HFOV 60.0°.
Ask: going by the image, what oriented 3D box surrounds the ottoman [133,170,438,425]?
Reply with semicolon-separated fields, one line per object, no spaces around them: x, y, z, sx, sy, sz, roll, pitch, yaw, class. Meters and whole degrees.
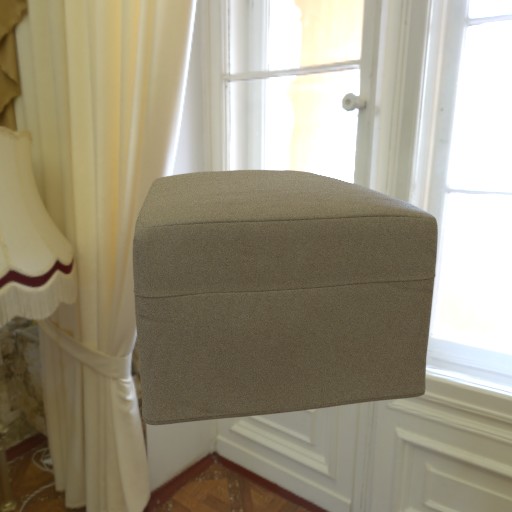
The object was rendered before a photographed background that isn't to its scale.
0.000;0.000;1.214;0.590;0.444;0.872;-3;15;-10;ottoman
